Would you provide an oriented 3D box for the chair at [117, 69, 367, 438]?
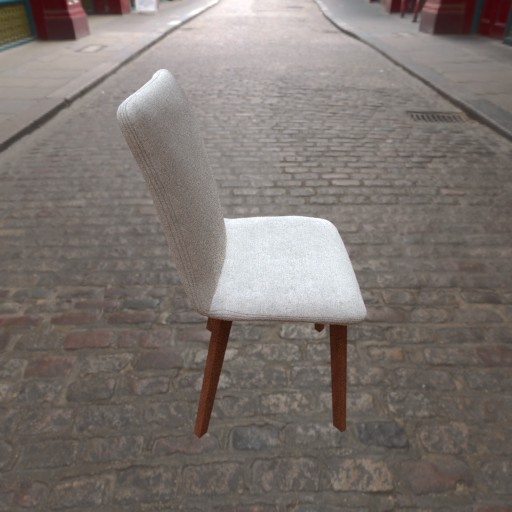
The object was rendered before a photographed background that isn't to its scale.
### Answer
[{"bbox_3d":[0.000,0.000,1.298,0.563,0.974,0.522,-1,32,-1],"label":"chair"}]
